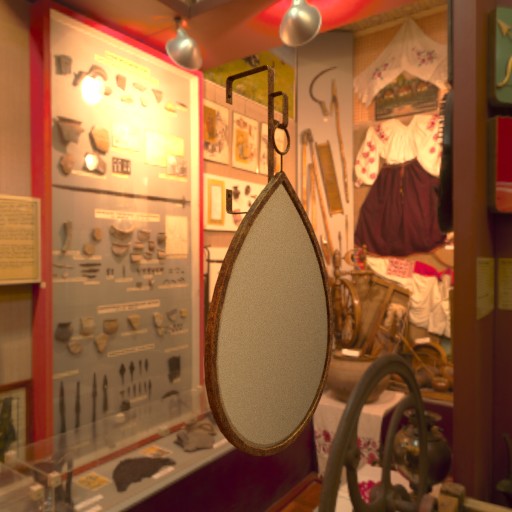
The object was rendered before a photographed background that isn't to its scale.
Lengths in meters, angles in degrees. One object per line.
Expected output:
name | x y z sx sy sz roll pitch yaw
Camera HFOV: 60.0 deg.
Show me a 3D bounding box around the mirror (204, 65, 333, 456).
mirror | 0.000 0.000 0.890 0.144 0.744 0.405 0 0 37
